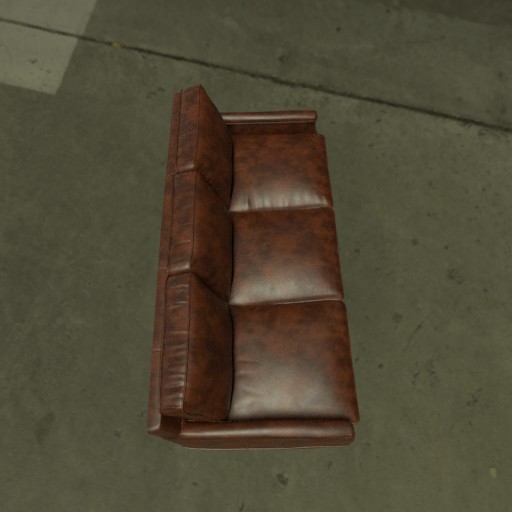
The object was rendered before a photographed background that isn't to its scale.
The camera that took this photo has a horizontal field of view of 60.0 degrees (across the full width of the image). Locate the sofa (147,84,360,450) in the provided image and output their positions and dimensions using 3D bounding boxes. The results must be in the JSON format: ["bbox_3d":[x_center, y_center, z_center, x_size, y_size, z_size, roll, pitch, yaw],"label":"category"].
[{"bbox_3d":[0.000,0.000,2.838,1.084,1.003,2.240,-1,63,-1],"label":"sofa"}]
